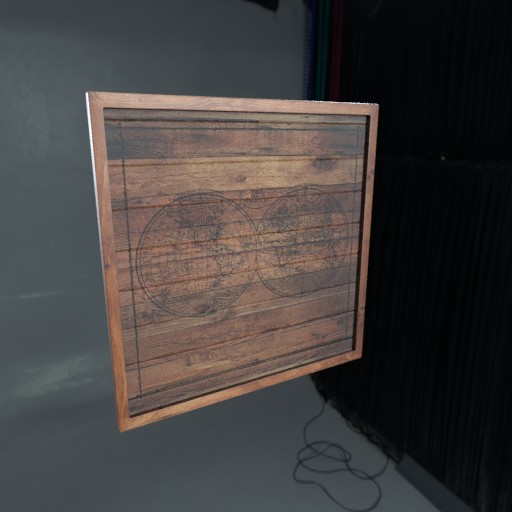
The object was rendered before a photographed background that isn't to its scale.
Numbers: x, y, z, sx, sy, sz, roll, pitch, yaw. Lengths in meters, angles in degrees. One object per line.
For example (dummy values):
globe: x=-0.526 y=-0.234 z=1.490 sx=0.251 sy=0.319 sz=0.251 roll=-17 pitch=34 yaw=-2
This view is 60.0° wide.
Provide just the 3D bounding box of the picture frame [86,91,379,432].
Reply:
picture frame: x=0.000 y=0.000 z=1.222 sx=0.810 sy=0.817 sz=0.029 roll=-8 pitch=17 yaw=-28
